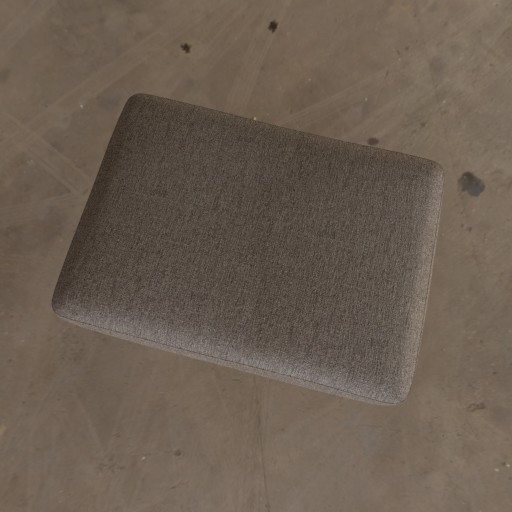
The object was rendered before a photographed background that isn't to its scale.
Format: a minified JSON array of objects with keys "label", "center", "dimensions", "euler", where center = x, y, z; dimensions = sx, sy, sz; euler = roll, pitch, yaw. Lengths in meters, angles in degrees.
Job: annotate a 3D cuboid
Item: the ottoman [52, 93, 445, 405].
[{"label":"ottoman","center":[0.000,0.000,1.266],"dimensions":[0.885,0.478,0.637],"euler":[14,75,4]}]
